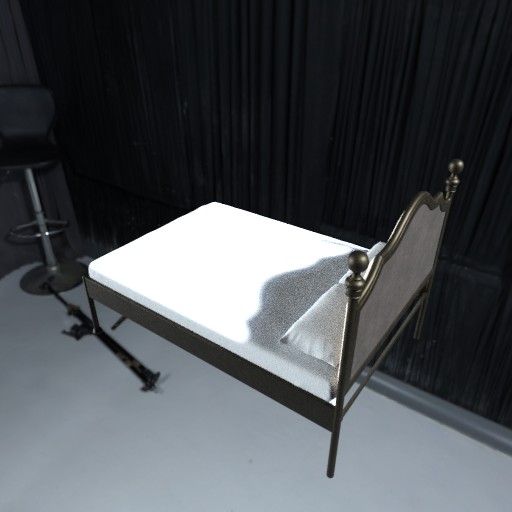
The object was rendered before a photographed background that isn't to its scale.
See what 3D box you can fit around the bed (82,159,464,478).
[{"bbox_3d":[0.000,0.000,3.175,2.170,1.462,1.533,20,36,31],"label":"bed"}]
